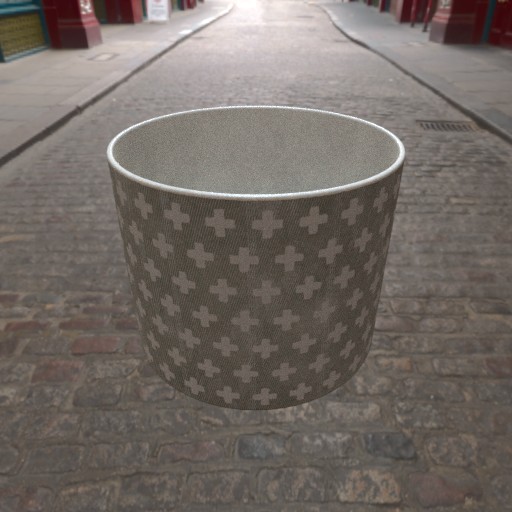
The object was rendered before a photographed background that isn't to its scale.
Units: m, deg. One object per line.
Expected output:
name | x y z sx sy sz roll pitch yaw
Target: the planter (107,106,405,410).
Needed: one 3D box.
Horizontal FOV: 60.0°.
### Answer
planter | 0.000 0.000 0.447 0.250 0.239 0.250 0 31 0
